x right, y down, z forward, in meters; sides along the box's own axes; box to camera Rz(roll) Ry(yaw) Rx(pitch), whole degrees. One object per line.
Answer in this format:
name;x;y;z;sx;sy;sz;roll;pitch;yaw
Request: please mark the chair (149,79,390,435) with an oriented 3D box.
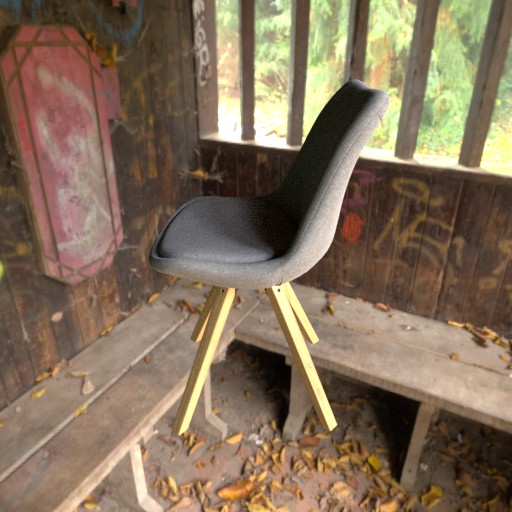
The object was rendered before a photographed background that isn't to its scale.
chair;0.000;0.000;1.194;0.550;0.865;0.483;0;27;0
